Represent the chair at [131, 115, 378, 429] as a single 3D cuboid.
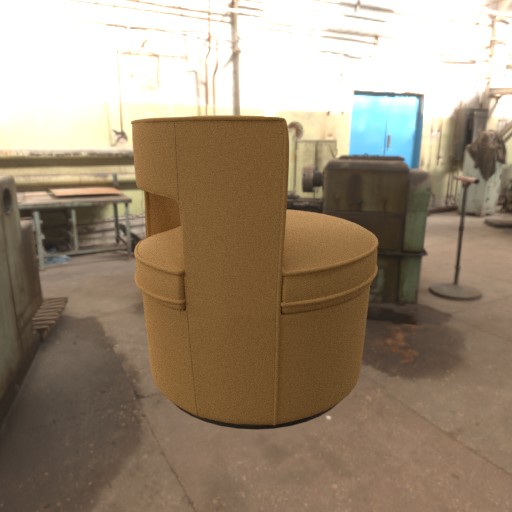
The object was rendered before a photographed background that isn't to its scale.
[{"bbox_3d":[0.000,0.000,1.239,0.665,0.723,0.650,-7,16,-26],"label":"chair"}]
